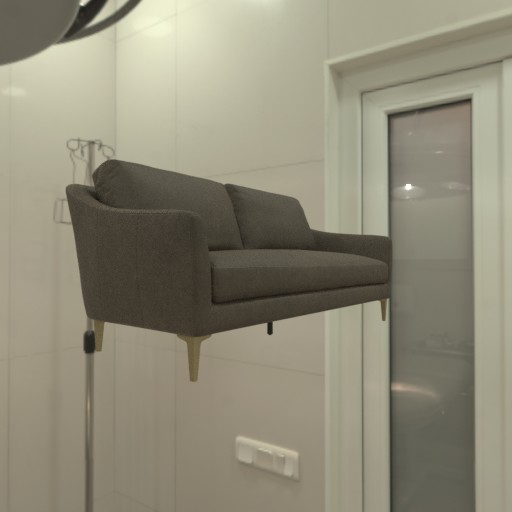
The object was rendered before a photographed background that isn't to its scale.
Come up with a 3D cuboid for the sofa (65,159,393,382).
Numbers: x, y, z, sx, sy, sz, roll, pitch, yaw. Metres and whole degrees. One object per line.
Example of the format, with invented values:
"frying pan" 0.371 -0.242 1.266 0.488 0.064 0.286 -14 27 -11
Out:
"sofa" 0.000 0.000 2.585 0.960 0.902 2.036 0 -1 36
